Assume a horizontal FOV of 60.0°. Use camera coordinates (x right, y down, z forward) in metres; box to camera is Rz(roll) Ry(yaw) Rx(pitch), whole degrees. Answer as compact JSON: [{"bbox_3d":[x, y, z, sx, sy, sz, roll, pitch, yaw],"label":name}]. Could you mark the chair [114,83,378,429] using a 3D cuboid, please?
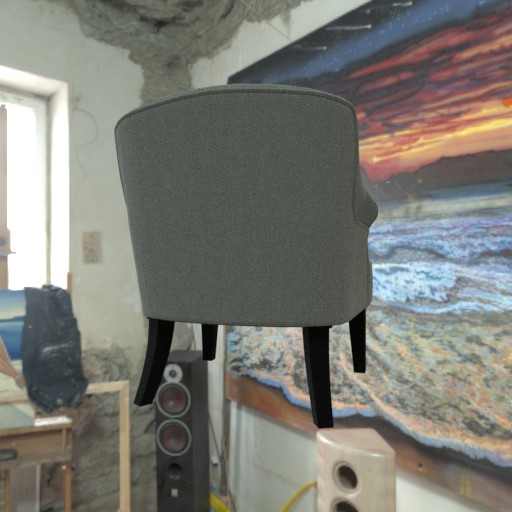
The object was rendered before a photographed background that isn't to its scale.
[{"bbox_3d":[0.000,0.000,1.480,0.772,0.880,0.755,0,0,18],"label":"chair"}]
